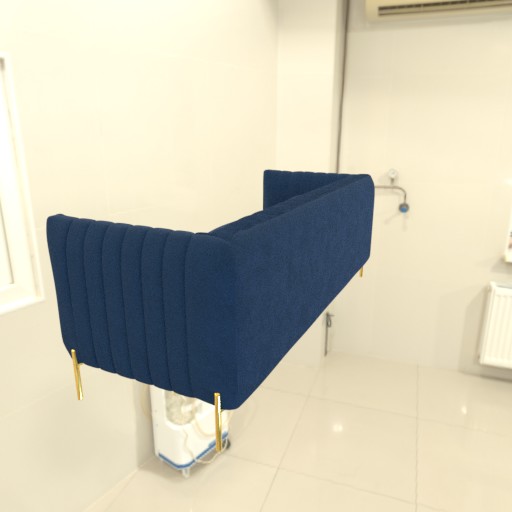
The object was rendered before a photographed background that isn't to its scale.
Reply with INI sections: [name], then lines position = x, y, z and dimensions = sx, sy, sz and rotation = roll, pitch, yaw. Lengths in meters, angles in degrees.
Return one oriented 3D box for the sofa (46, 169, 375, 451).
[sofa]
position = 0.000, 0.000, 2.536
dimensions = 0.896, 0.793, 2.136
rotation = 8, 19, 25
